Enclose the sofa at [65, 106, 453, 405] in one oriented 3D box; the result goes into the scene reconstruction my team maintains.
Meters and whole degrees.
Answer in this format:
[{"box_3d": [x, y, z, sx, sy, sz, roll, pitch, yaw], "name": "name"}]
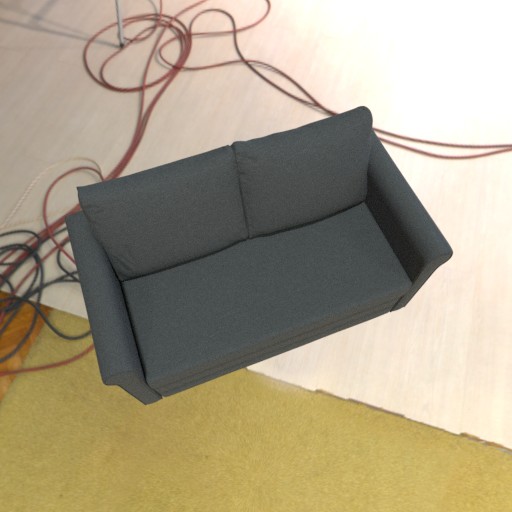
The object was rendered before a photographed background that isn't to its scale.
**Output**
[{"box_3d": [0.000, 0.000, 1.993, 1.460, 0.872, 0.741, -19, 64, -9], "name": "sofa"}]
